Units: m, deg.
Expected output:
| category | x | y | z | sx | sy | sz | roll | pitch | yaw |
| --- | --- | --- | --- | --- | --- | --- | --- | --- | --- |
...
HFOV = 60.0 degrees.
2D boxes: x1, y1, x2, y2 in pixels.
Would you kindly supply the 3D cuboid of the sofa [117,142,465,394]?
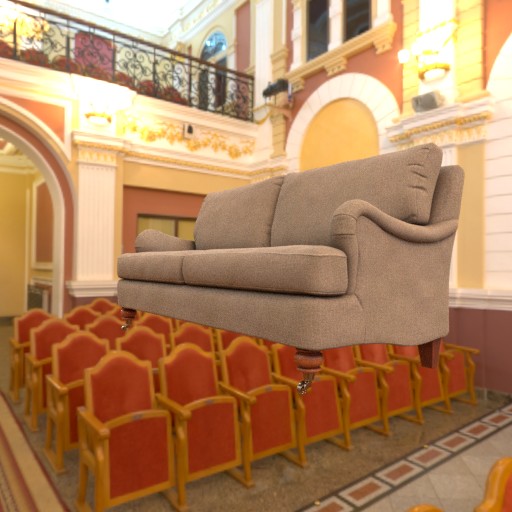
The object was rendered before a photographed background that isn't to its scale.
| category | x | y | z | sx | sy | sz | roll | pitch | yaw |
| --- | --- | --- | --- | --- | --- | --- | --- | --- | --- |
| sofa | 0.000 | 0.000 | 2.767 | 1.069 | 1.096 | 2.193 | 1 | -1 | -37 |
